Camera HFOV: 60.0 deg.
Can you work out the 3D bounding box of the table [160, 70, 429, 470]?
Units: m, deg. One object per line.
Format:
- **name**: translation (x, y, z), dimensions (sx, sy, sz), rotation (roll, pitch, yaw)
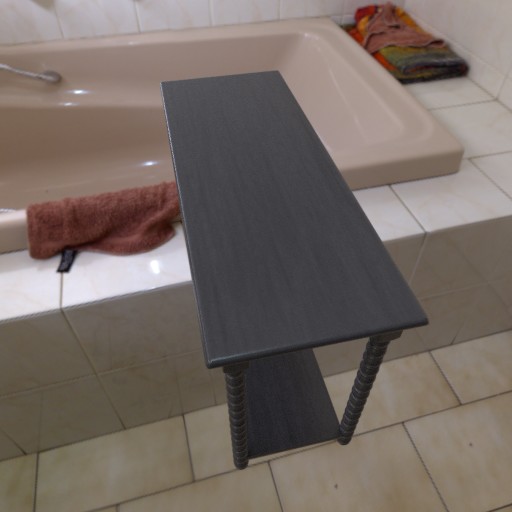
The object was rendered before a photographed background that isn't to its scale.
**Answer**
- **table**: translation (0.000, 0.000, 1.514), dimensions (0.459, 0.735, 1.184), rotation (-9, 47, -9)
